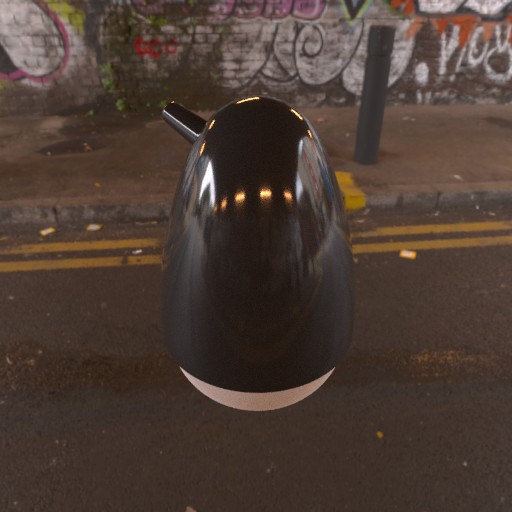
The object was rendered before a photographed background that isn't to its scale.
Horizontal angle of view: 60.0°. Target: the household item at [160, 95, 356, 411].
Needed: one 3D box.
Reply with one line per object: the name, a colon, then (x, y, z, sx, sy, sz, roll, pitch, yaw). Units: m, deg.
household item: (0.000, 0.000, 0.220, 0.104, 0.152, 0.102, 19, 36, 29)
